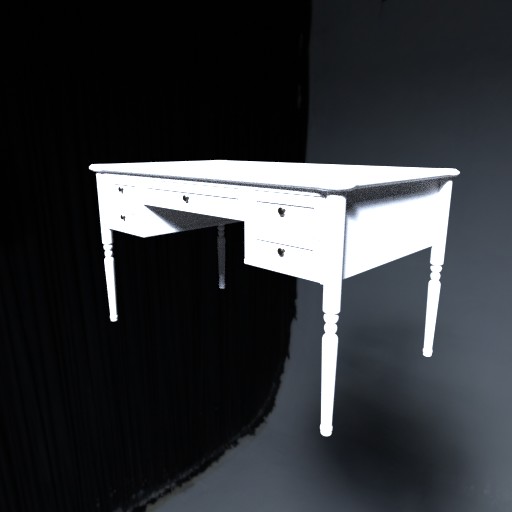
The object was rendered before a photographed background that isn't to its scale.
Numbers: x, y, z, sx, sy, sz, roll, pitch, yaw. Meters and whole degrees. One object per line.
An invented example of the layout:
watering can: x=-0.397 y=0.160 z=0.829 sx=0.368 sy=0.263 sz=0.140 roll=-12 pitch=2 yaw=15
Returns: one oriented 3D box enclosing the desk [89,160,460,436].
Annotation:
desk: x=0.000 y=0.000 z=1.922 sx=1.380 sy=0.762 sz=0.807 roll=13 pitch=19 yaw=43
